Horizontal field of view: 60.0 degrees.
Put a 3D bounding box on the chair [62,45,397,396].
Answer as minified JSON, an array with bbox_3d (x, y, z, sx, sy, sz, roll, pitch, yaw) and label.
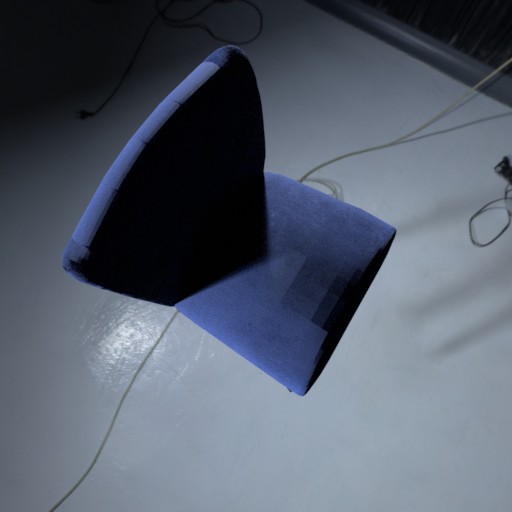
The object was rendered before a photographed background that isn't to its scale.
[{"bbox_3d":[0.000,0.000,1.199,0.606,0.753,0.585,31,77,8],"label":"chair"}]
